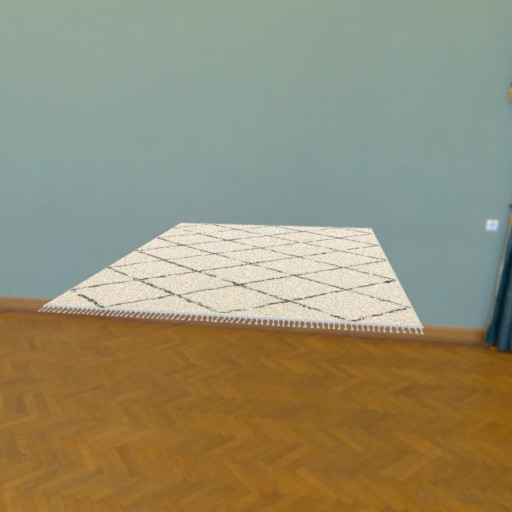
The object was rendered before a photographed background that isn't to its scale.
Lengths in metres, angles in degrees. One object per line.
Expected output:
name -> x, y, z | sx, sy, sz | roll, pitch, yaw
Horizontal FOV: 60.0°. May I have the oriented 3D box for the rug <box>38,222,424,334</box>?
rug -> 0.000, 0.000, 4.095 | 2.380, 0.013, 3.051 | 2, 15, 8
